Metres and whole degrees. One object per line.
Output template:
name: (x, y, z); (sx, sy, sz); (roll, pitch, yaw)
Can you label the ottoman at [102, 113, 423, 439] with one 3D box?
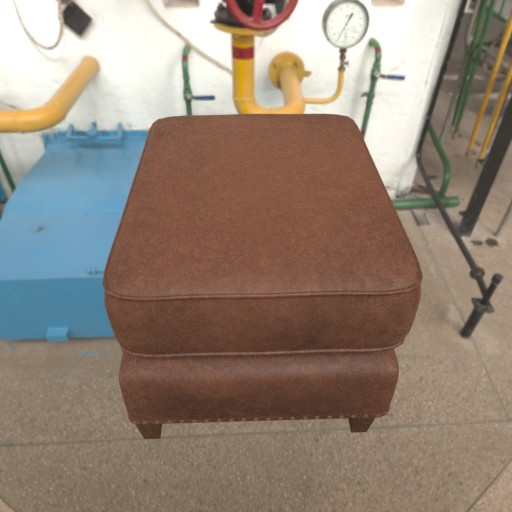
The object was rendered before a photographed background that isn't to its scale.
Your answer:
ottoman: (0.000, 0.000, 1.137); (0.589, 0.537, 0.738); (-1, 42, -1)
